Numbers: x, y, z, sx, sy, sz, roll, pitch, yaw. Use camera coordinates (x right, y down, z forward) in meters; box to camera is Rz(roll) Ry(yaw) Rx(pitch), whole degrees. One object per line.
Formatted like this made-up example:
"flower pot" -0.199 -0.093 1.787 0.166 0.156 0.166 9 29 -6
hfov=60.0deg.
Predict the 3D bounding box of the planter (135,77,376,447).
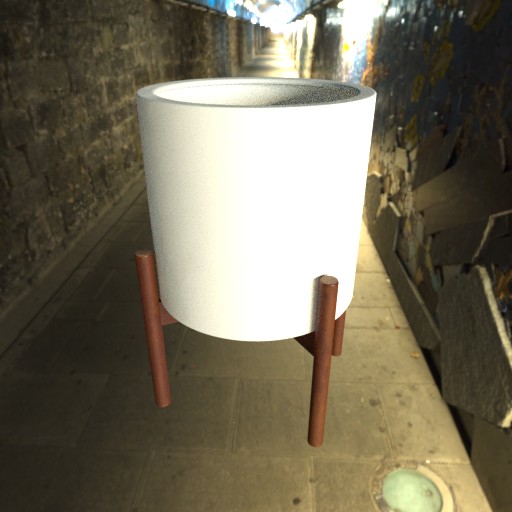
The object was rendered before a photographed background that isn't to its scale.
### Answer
"planter" 0.000 0.000 0.943 0.417 0.670 0.417 9 29 16
